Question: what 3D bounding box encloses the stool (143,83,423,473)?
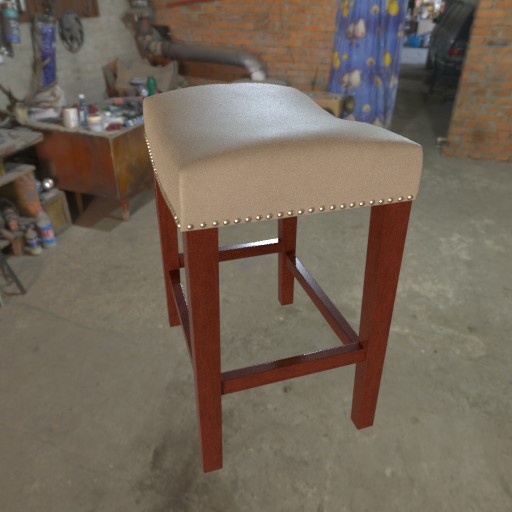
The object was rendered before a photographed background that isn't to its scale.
[{"bbox_3d":[0.000,0.000,0.947,0.375,0.632,0.509,-9,31,-15],"label":"stool"}]
